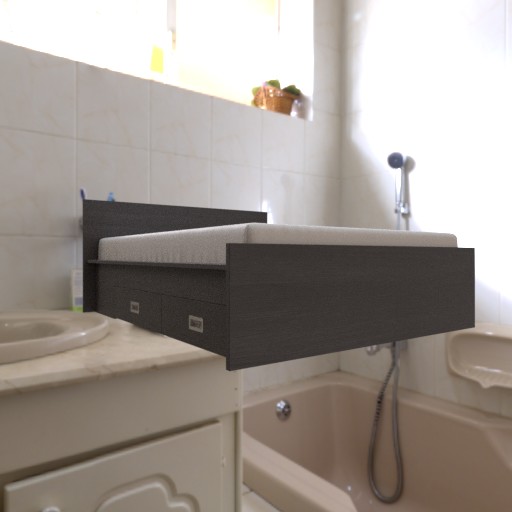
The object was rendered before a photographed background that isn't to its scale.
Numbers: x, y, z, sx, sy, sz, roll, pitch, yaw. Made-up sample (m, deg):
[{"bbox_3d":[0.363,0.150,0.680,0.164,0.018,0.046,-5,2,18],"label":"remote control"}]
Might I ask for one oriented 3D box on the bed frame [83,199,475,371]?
[{"bbox_3d":[0.000,0.000,2.814,1.622,0.800,1.960,0,0,-35],"label":"bed frame"}]
